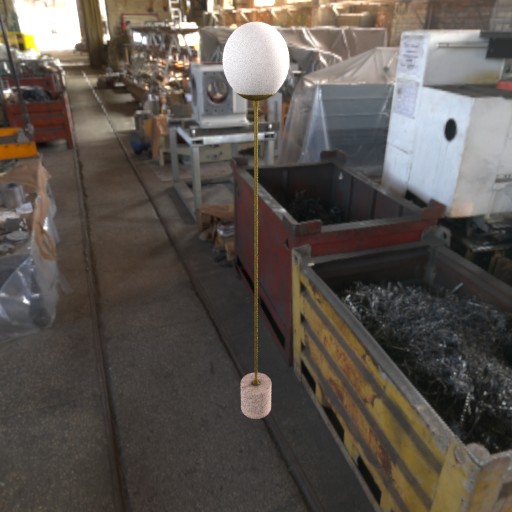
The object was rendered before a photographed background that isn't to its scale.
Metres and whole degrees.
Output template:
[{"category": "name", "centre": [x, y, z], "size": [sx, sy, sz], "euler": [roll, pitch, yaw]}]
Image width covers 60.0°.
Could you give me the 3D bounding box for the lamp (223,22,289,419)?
[{"category": "lamp", "centre": [0.000, 0.000, 1.871], "size": [0.229, 1.748, 0.229], "euler": [18, 32, 31]}]
